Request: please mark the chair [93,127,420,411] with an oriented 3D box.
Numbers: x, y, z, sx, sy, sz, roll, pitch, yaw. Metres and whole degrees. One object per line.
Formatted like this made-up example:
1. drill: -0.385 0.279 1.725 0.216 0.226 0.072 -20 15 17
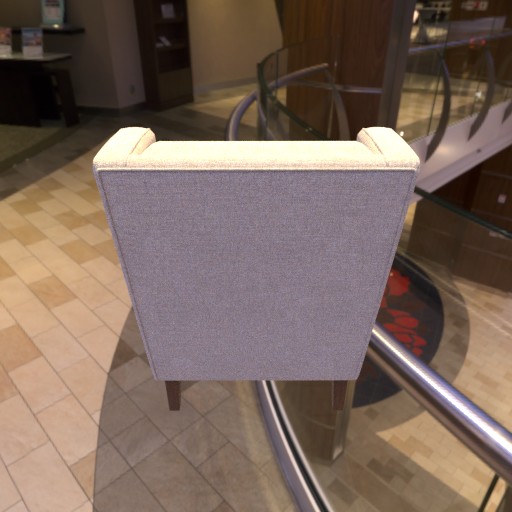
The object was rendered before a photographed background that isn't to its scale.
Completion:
1. chair: 0.000 0.000 1.679 0.764 1.082 0.948 0 31 0
